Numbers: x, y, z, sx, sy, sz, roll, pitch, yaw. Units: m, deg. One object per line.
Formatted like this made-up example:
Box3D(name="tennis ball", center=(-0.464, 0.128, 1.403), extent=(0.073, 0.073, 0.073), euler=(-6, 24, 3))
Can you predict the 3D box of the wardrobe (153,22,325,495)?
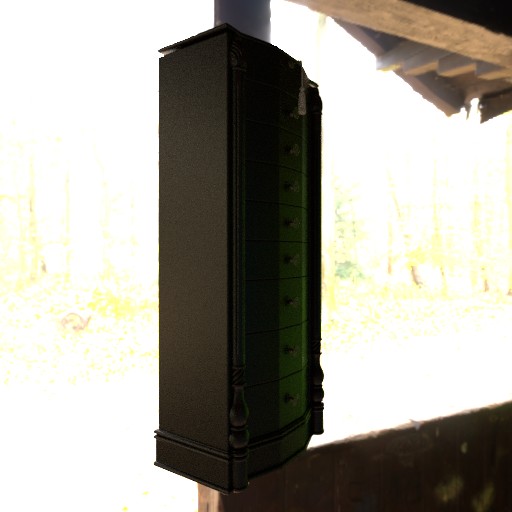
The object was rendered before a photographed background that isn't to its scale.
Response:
Box3D(name="wardrobe", center=(0.000, 0.000, 1.165), extent=(0.295, 1.011, 0.444), euler=(0, 0, 35))
